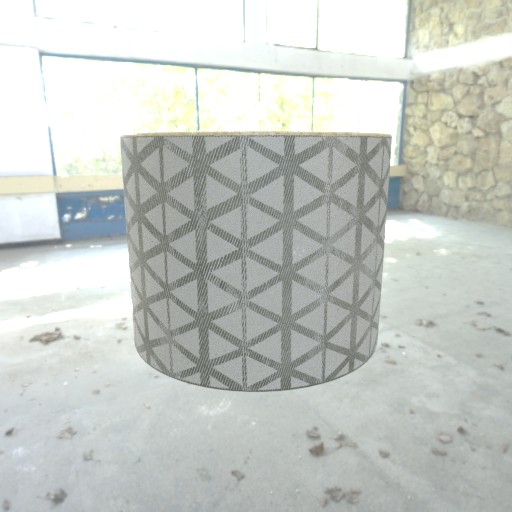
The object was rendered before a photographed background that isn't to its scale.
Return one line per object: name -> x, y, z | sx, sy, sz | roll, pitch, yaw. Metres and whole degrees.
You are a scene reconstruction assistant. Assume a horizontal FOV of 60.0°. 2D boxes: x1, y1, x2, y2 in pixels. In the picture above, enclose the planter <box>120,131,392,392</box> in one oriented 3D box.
planter -> 0.000, 0.000, 0.453 | 0.250, 0.239, 0.250 | 0, 14, 0
